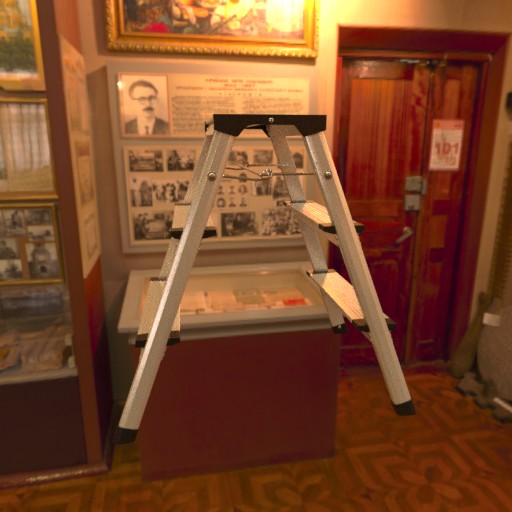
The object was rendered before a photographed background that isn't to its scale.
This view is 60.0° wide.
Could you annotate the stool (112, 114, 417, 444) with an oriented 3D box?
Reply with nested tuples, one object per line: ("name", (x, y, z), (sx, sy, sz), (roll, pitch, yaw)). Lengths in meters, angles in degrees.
("stool", (0.000, 0.000, 1.020), (0.622, 0.605, 0.437), (-2, 15, -9))
